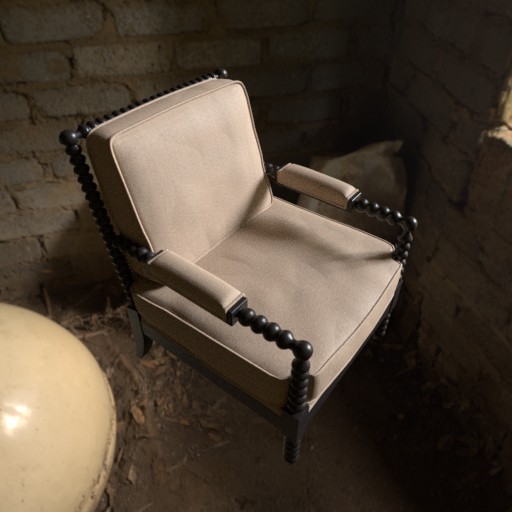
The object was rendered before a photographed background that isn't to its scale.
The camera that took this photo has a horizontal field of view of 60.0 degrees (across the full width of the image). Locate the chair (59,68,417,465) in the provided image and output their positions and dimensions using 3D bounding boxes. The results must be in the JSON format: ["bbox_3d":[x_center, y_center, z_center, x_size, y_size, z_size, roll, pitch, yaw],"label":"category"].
[{"bbox_3d":[0.000,0.000,1.148,0.657,0.703,0.555,27,48,27],"label":"chair"}]
